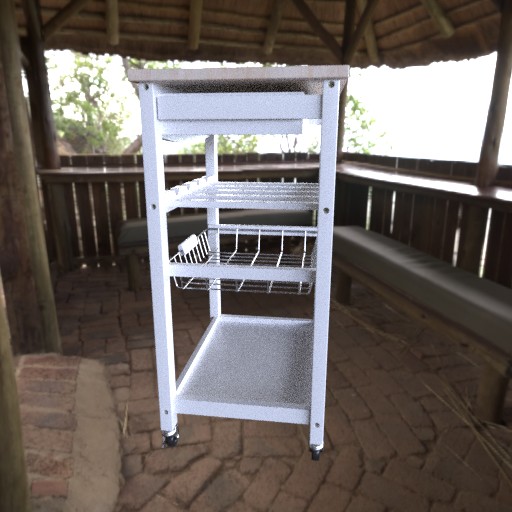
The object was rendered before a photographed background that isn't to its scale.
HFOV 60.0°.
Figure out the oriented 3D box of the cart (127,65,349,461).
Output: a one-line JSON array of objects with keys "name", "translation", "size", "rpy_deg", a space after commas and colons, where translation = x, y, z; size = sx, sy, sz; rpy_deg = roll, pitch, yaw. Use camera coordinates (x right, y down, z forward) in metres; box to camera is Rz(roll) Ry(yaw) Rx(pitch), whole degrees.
[{"name": "cart", "translation": [0.000, 0.000, 1.183], "size": [0.406, 0.857, 0.578], "rpy_deg": [2, 15, 8]}]
